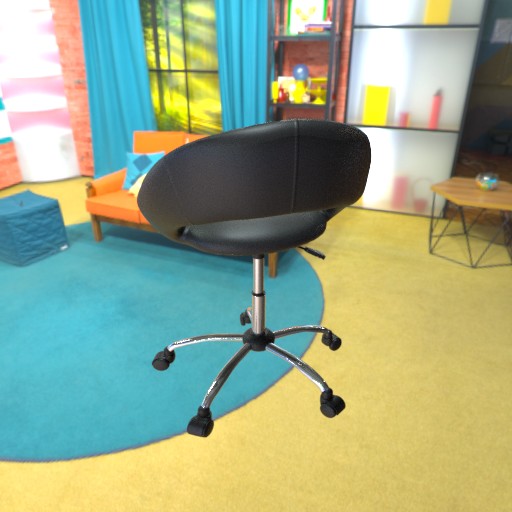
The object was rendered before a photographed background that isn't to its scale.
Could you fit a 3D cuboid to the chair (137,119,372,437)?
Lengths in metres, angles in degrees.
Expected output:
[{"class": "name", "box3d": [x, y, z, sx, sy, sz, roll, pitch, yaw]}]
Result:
[{"class": "chair", "box3d": [0.000, 0.000, 1.216, 0.612, 0.791, 0.538, -9, 27, -18]}]
